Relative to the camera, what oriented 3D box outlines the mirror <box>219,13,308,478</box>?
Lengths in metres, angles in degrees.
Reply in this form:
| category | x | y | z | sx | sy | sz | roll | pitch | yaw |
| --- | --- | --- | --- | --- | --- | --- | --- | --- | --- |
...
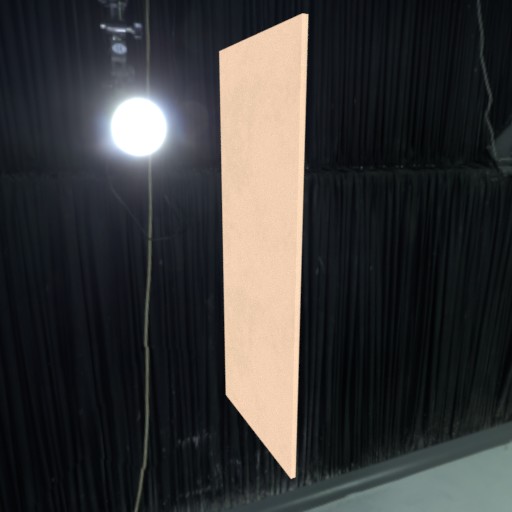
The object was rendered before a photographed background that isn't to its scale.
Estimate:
| category | x | y | z | sx | sy | sz | roll | pitch | yaw |
| --- | --- | --- | --- | --- | --- | --- | --- | --- | --- |
| mirror | 0.000 | 0.000 | 2.239 | 0.026 | 2.031 | 0.812 | -7 | 16 | -26 |
